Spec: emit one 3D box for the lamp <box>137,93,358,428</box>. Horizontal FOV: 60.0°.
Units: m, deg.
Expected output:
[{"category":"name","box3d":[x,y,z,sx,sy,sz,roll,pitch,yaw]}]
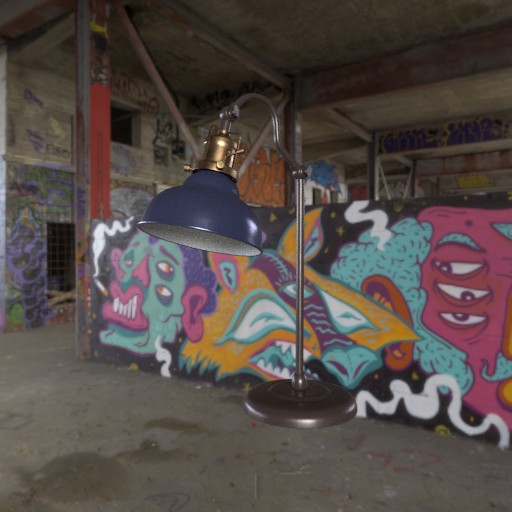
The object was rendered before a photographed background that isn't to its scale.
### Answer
[{"category":"lamp","box3d":[0.000,0.000,0.694,0.374,0.508,0.192,0,0,-37]}]
